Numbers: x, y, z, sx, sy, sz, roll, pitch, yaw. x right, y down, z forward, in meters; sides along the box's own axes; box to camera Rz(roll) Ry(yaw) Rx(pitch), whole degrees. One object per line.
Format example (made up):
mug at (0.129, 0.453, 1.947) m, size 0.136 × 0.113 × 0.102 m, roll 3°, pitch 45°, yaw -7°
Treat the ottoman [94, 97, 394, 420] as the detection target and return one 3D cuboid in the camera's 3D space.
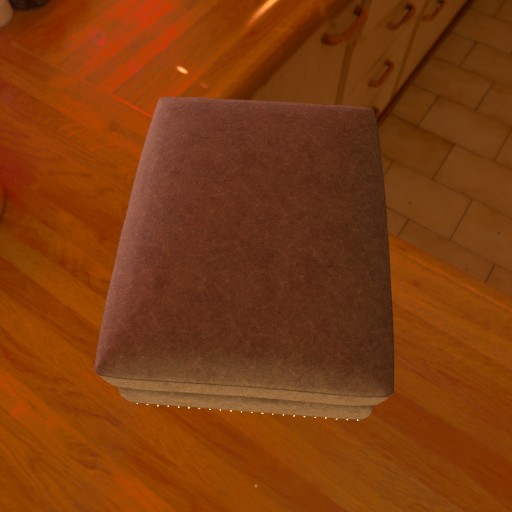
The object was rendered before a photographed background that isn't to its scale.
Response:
ottoman at (0.000, 0.000, 1.147) m, size 0.584 × 0.513 × 0.741 m, roll 4°, pitch 63°, yaw 2°
